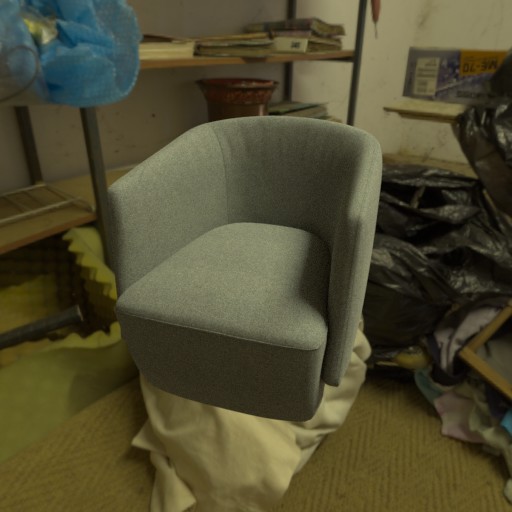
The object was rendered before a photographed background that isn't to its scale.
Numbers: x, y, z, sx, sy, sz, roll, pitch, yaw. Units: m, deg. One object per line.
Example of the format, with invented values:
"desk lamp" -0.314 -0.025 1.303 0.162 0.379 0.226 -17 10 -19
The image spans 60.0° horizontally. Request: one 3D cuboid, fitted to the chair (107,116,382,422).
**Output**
"chair" 0.000 0.000 1.656 0.822 0.861 0.986 8 28 16
